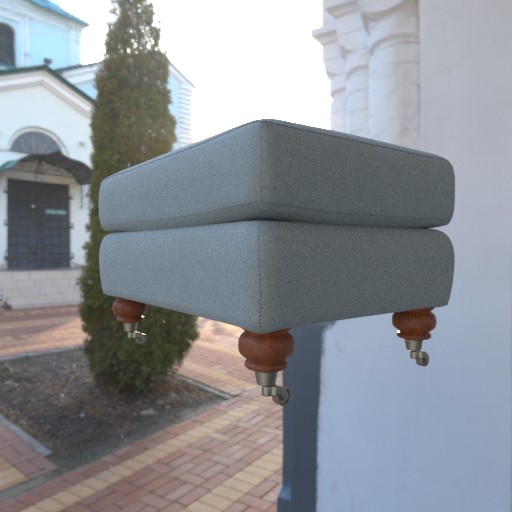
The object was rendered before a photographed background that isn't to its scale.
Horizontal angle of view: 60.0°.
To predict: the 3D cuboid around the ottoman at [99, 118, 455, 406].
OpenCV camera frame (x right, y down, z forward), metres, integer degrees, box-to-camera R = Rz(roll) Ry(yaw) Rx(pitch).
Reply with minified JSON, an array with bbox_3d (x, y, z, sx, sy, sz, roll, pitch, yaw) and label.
[{"bbox_3d":[0.000,0.000,1.109,0.569,0.499,0.773,-1,1,-37],"label":"ottoman"}]
